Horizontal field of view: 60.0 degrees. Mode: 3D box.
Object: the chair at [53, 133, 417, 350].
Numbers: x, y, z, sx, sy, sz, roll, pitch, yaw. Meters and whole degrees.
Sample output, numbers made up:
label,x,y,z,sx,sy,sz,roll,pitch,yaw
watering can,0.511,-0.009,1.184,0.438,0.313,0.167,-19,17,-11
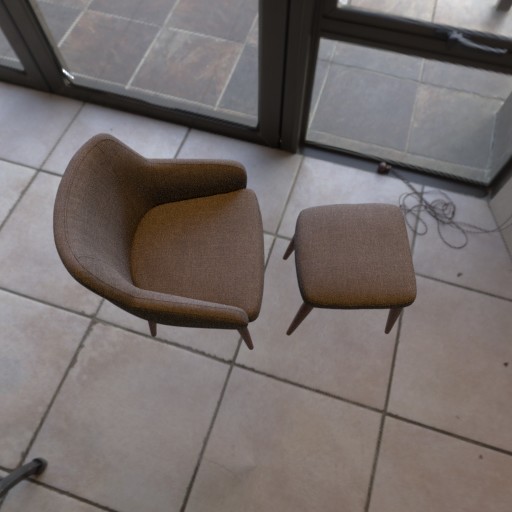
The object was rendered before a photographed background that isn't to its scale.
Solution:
label,x,y,z,sx,sy,sz,roll,pitch,yaw
chair,0.000,0.000,1.567,1.107,0.799,0.584,-1,65,0
